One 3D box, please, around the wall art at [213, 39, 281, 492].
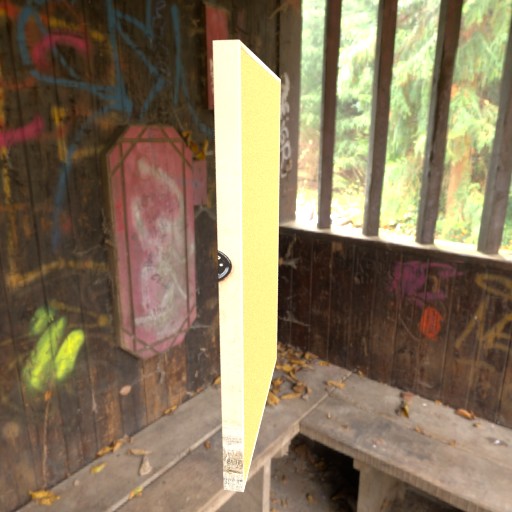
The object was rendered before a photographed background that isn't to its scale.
[{"bbox_3d":[0.000,0.000,0.959,0.038,0.764,0.508,3,16,9],"label":"wall art"}]
